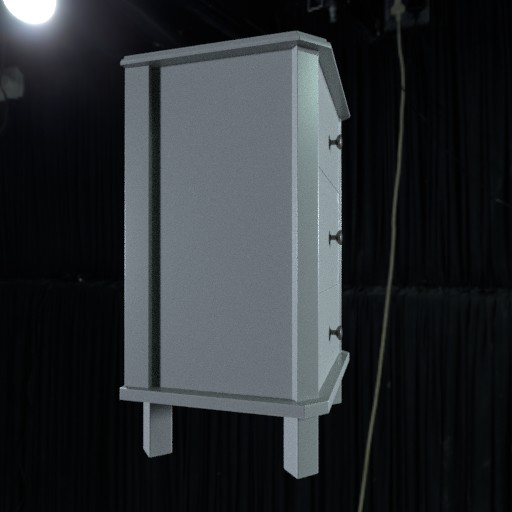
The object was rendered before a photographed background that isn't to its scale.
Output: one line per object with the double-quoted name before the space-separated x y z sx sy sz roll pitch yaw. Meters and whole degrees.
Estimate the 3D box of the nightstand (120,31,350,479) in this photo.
"nightstand" 0.000 0.000 0.903 0.348 0.680 0.435 0 0 17
